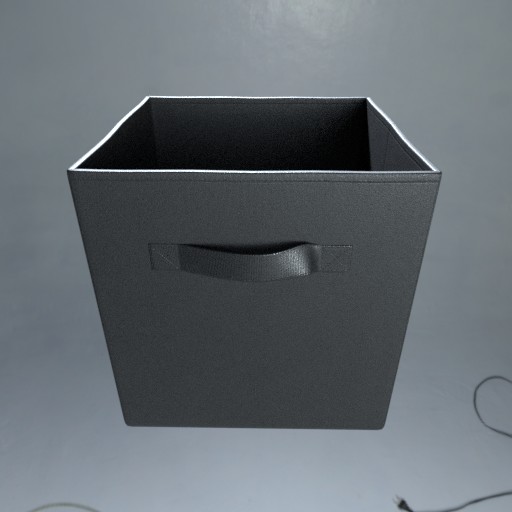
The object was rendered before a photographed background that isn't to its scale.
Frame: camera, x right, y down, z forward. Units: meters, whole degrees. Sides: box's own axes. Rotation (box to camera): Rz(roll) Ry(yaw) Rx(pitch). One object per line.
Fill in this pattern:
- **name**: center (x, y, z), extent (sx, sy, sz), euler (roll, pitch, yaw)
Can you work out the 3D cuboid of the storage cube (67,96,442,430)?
- **storage cube**: center (0.000, 0.000, 0.483), extent (0.270, 0.280, 0.270), euler (0, 31, 1)
